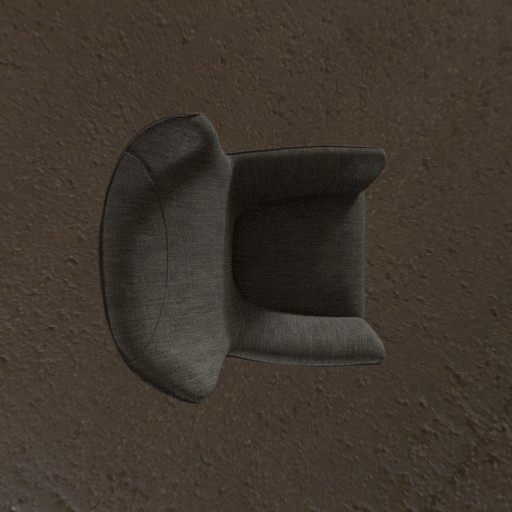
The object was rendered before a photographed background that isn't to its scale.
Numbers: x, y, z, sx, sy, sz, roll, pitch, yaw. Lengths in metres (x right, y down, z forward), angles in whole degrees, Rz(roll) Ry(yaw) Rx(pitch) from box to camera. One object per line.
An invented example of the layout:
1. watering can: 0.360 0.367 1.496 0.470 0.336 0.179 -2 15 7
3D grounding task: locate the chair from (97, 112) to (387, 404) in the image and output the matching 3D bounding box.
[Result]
1. chair: 0.000 0.000 1.632 0.888 0.933 0.781 0 91 0
